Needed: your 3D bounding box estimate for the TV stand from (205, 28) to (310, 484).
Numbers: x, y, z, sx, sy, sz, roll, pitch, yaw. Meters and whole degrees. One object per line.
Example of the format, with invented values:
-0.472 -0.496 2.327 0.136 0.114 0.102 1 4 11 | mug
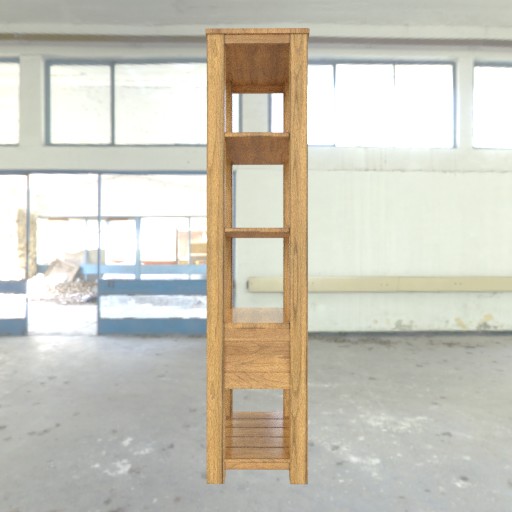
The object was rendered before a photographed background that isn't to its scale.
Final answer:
0.000 0.000 2.054 0.435 1.828 0.565 0 0 1 | TV stand
